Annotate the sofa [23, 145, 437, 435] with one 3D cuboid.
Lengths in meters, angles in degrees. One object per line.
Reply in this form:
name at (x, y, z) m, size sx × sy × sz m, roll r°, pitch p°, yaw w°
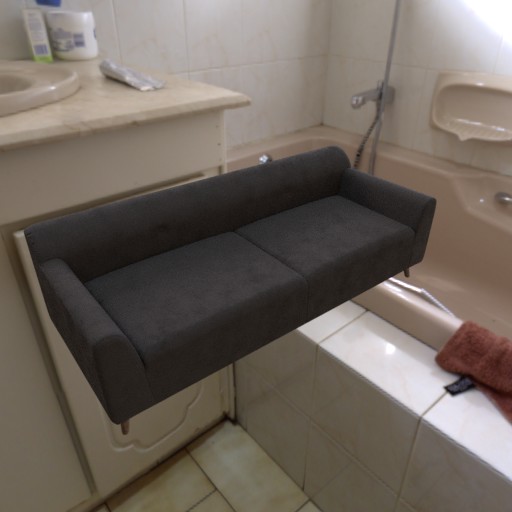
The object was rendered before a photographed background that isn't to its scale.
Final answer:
sofa at (0.000, 0.000, 2.596) m, size 2.190 × 0.740 × 0.900 m, roll -22°, pitch 37°, yaw -32°
